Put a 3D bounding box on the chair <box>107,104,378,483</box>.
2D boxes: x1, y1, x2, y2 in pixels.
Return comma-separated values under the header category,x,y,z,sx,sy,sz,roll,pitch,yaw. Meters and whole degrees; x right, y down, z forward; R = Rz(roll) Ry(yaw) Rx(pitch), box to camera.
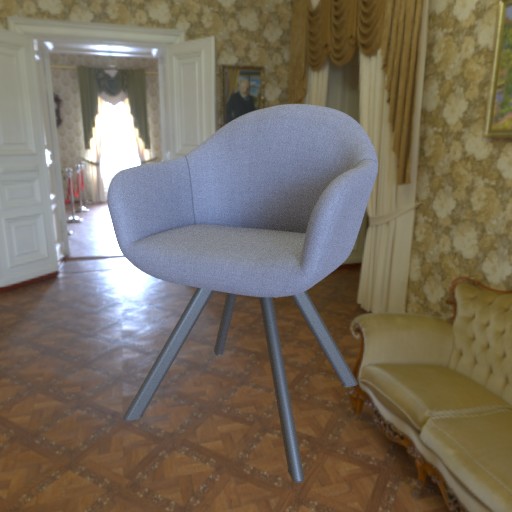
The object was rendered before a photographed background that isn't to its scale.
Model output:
category,x,y,z,sx,sy,sz,roll,pitch,yaw
chair,0.000,0.000,1.167,0.590,0.795,0.550,7,16,26
